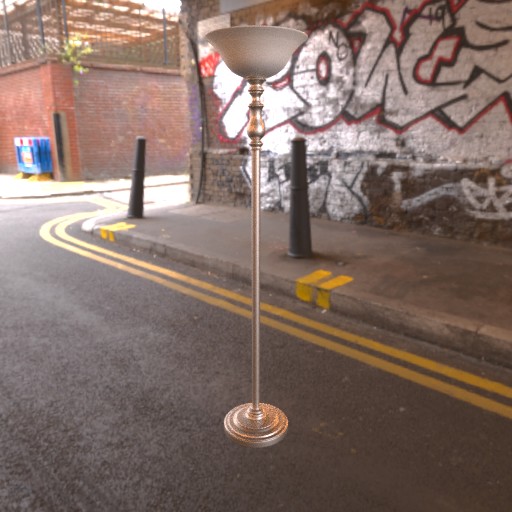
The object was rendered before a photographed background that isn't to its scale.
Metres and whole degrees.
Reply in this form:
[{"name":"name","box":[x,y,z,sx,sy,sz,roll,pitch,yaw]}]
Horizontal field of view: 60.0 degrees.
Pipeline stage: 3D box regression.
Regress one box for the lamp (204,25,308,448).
[{"name":"lamp","box":[0.000,0.000,1.968,0.405,1.771,0.405,-2,15,-7]}]
